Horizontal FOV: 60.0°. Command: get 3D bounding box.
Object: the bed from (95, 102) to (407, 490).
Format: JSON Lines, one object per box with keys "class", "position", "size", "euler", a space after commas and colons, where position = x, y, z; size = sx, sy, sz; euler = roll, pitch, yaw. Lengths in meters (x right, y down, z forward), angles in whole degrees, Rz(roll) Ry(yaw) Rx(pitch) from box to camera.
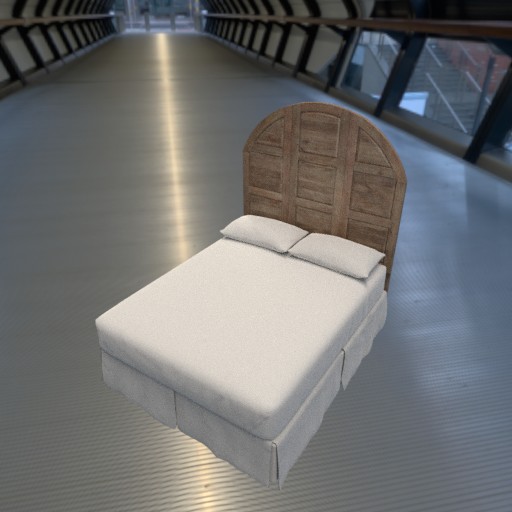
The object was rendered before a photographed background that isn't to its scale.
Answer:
{"class": "bed", "position": [0.000, 0.000, 3.484], "size": [1.713, 2.002, 2.112], "euler": [18, 34, 29]}
